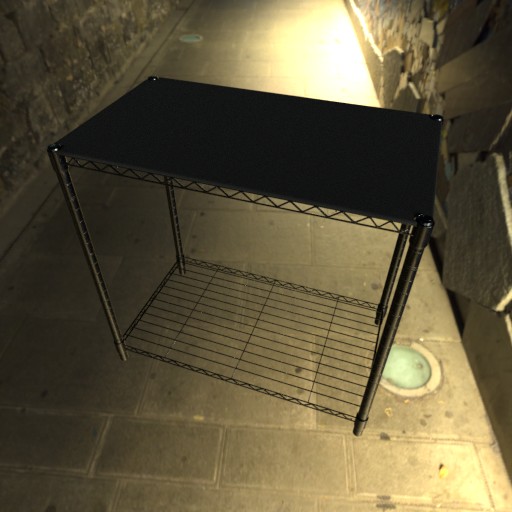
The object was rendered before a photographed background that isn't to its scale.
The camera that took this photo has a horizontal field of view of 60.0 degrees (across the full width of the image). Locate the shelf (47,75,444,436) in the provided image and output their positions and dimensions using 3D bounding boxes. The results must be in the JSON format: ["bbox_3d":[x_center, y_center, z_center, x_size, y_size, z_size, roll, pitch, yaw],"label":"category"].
[{"bbox_3d":[0.000,0.000,0.926,0.589,0.564,0.338,13,44,14],"label":"shelf"}]
